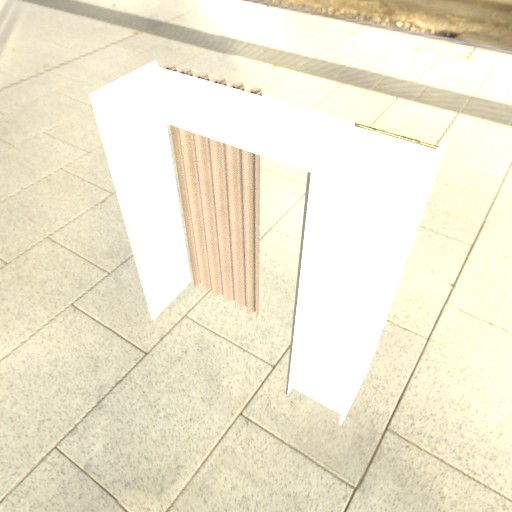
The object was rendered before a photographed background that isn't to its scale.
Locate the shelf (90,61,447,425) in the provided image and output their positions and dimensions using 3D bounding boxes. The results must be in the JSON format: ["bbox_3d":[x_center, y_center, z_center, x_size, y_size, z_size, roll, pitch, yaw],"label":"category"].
[{"bbox_3d":[0.000,0.000,2.655,1.600,1.820,0.500,24,50,22],"label":"shelf"}]
